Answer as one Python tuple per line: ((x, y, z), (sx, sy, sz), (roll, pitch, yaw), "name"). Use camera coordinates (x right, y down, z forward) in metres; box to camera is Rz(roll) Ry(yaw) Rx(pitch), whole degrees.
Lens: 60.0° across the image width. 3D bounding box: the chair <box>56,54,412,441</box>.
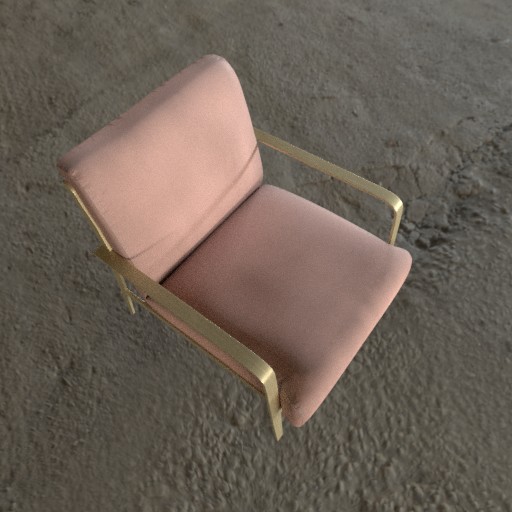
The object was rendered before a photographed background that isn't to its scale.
((0.000, 0.000, 1.440), (0.848, 0.823, 0.701), (34, 64, 19), "chair")
